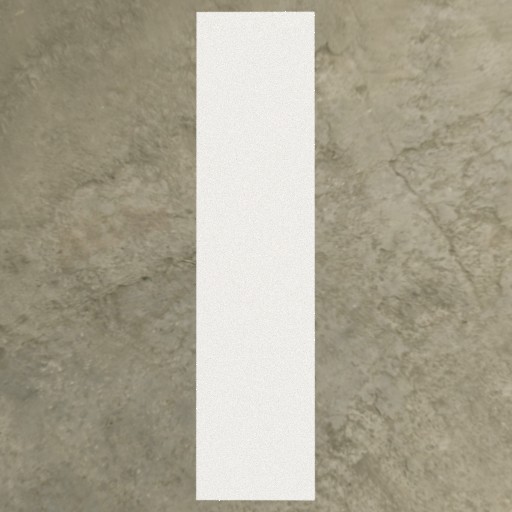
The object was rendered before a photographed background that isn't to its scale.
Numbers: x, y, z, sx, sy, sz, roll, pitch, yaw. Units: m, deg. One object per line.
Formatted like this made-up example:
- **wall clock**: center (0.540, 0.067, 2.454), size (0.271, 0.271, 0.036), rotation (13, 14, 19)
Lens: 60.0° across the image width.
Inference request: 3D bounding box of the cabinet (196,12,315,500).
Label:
- **cabinet**: center (0.000, 0.000, 1.897), size (0.400, 0.800, 1.650), rotation (0, 90, 0)
